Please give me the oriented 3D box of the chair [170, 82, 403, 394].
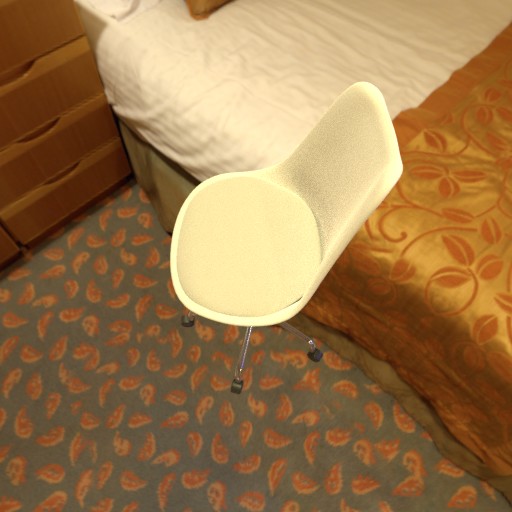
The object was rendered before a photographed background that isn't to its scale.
[{"bbox_3d":[0.000,0.000,1.254,0.550,0.930,0.550,-2,59,-1],"label":"chair"}]
